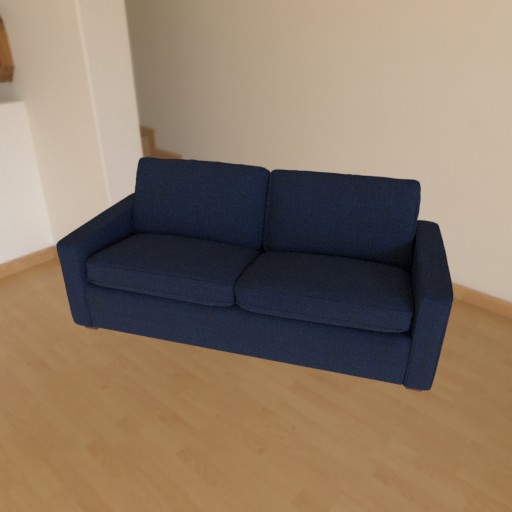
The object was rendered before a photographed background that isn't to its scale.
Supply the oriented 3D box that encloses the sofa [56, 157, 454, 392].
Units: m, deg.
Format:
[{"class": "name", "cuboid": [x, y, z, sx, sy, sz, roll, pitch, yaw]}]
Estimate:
[{"class": "sofa", "cuboid": [0.000, 0.000, 2.624, 2.080, 0.919, 0.940, 8, 29, 14]}]
